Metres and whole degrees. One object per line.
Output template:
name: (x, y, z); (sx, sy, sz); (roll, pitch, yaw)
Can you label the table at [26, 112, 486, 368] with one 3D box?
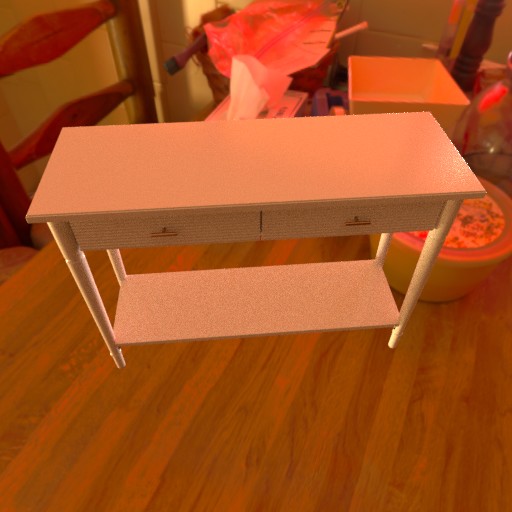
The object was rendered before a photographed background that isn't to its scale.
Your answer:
table: (0.000, 0.000, 1.420); (1.067, 0.749, 0.381); (-3, 46, -3)
